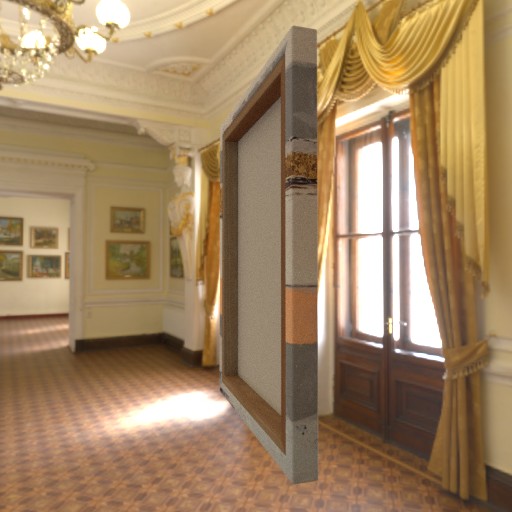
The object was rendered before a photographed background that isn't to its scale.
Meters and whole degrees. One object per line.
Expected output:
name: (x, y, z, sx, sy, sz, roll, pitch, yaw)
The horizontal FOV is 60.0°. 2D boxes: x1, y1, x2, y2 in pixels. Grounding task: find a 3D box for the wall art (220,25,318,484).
wall art: (0.000, 0.000, 0.809, 0.038, 0.609, 0.456, 0, -1, -17)
